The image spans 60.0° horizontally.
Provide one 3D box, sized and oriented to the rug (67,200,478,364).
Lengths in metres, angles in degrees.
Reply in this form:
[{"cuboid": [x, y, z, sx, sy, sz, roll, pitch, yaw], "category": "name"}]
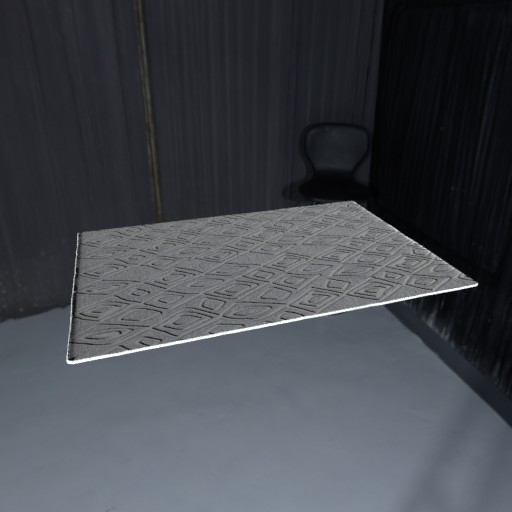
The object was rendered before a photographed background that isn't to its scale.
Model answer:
[{"cuboid": [0.000, 0.000, 2.365, 1.832, 0.016, 1.224, -8, 28, -16], "category": "rug"}]
